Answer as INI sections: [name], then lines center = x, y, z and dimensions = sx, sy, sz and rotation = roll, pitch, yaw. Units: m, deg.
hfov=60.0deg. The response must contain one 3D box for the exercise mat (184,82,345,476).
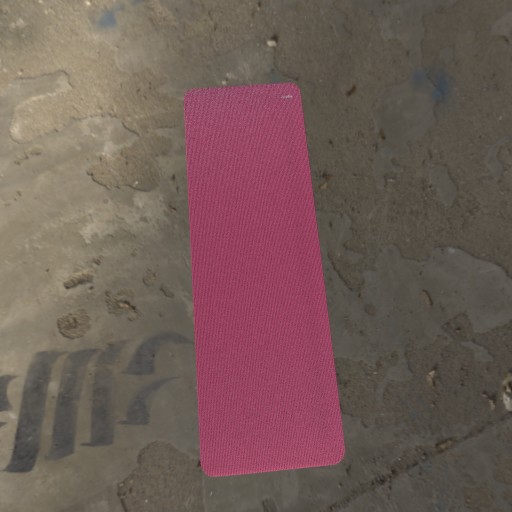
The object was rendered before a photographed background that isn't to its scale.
[exercise mat]
center = 0.000, 0.000, 2.111
dimensions = 0.616, 0.021, 1.884
rotation = -5, 75, -1
